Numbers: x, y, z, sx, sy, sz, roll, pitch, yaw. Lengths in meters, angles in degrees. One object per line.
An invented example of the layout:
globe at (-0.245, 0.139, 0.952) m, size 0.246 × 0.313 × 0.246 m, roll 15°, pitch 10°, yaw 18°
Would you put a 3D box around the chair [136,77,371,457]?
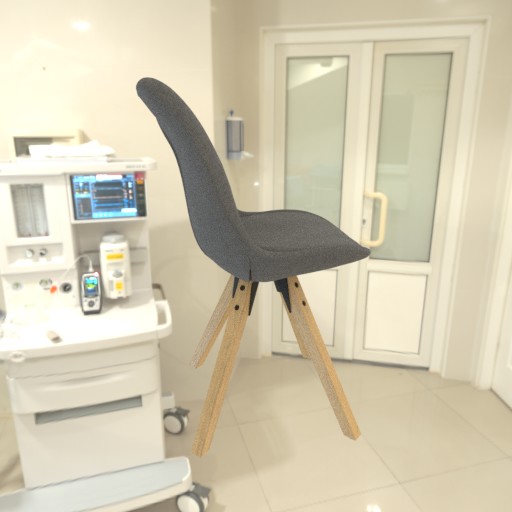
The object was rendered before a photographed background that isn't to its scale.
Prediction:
chair at (0.000, 0.000, 1.171) m, size 0.550 × 0.850 × 0.485 m, roll -2°, pitch 16°, yaw -9°
